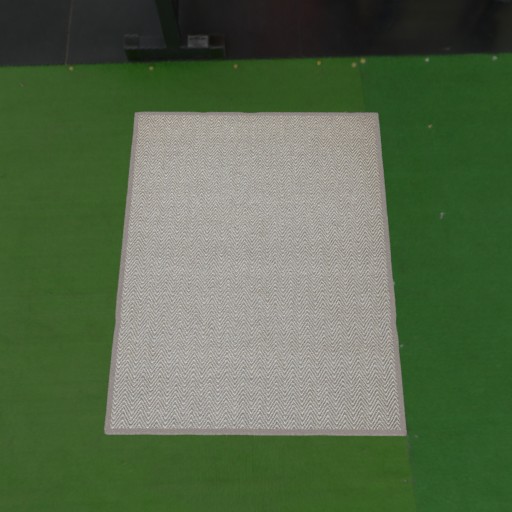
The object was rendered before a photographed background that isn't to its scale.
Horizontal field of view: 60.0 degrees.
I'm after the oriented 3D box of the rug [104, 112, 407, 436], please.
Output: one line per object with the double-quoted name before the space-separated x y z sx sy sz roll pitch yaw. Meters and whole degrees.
"rug" 0.000 0.000 3.995 2.434 0.032 3.007 0 73 0
